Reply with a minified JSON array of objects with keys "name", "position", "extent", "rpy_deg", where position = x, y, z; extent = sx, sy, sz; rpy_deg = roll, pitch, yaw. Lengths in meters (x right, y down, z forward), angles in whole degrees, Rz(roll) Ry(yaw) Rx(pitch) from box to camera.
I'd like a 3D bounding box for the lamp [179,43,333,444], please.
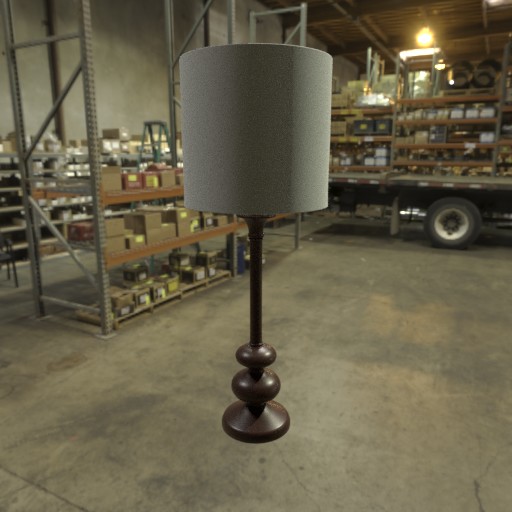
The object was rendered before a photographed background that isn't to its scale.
[{"name":"lamp","position":[0.000,0.000,0.815],"extent":[0.254,0.690,0.254],"rpy_deg":[7,15,27]}]
